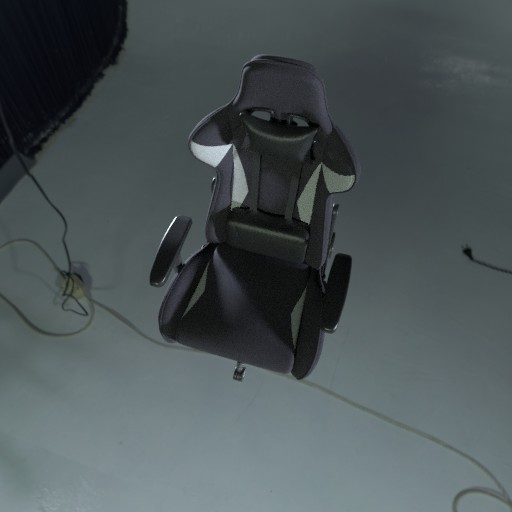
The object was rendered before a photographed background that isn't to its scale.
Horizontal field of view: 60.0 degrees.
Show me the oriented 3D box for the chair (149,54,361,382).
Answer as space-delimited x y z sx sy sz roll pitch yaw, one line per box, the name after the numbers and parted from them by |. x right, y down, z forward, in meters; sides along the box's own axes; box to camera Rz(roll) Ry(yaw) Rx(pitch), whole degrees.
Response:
0.000 0.000 1.711 0.730 1.300 0.695 14 59 9 | chair
